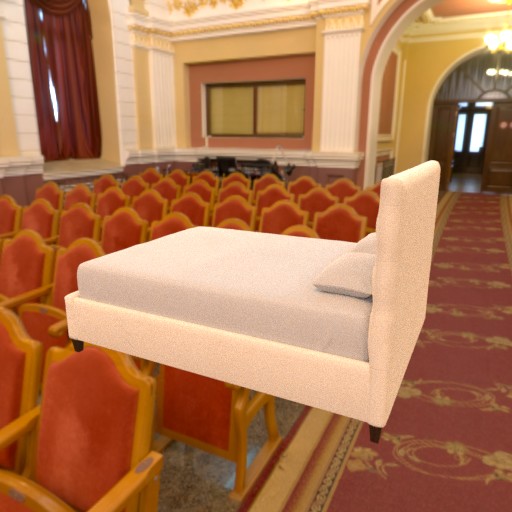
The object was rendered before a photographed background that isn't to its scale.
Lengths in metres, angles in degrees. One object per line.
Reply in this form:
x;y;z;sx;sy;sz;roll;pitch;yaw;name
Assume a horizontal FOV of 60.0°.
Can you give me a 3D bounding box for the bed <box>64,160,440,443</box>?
0.000;0.000;3.430;2.387;1.427;1.698;8;17;26;bed
